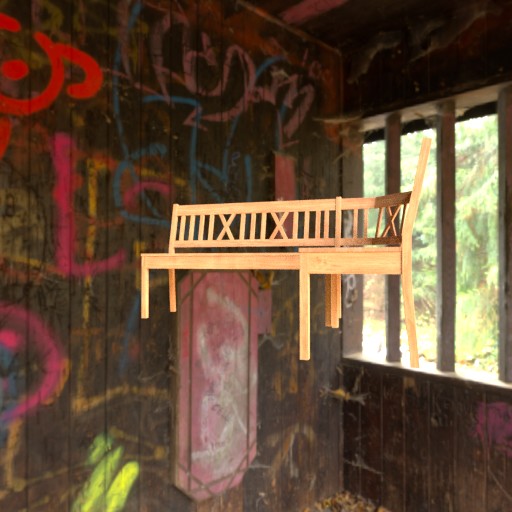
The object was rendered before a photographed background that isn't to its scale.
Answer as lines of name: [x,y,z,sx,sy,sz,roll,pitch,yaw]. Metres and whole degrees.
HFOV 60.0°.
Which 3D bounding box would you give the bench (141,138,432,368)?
bench: [0.000,0.000,2.749,1.937,0.902,1.537,0,-1,18]
